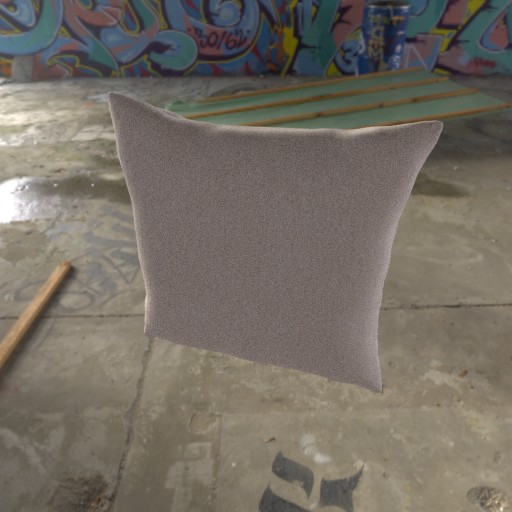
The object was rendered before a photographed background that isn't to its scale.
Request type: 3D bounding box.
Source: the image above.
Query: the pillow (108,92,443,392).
[{"bbox_3d":[0.000,0.000,0.661,0.433,0.436,0.173,10,35,15],"label":"pillow"}]
